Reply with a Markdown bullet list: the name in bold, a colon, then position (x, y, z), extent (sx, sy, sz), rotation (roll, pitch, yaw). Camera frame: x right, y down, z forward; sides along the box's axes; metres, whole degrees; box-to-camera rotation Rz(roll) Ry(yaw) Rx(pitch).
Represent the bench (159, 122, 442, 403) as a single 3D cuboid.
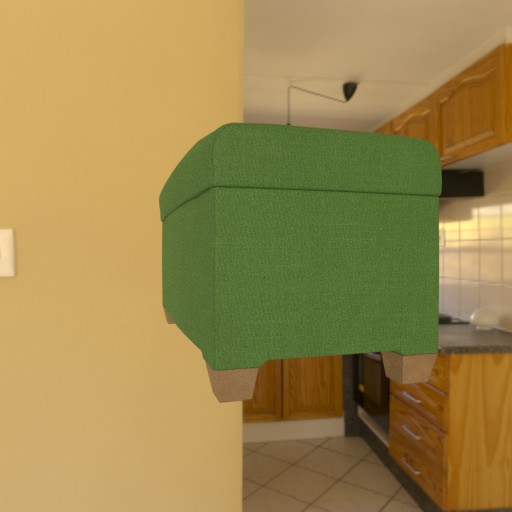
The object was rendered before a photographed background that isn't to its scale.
- **bench**: position (0.000, 0.000, 1.275), extent (0.505, 0.501, 0.989), rotation (0, 1, -17)
